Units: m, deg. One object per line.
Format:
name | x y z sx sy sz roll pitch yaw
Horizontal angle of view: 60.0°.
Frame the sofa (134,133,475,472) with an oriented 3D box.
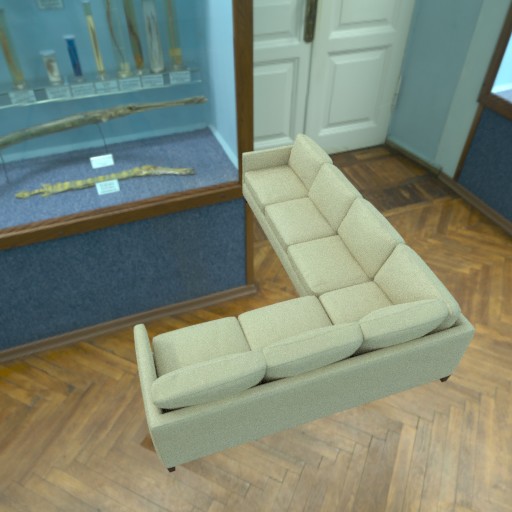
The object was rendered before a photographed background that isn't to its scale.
sofa | 0.000 0.000 4.466 2.593 0.947 3.302 -13 44 -14
